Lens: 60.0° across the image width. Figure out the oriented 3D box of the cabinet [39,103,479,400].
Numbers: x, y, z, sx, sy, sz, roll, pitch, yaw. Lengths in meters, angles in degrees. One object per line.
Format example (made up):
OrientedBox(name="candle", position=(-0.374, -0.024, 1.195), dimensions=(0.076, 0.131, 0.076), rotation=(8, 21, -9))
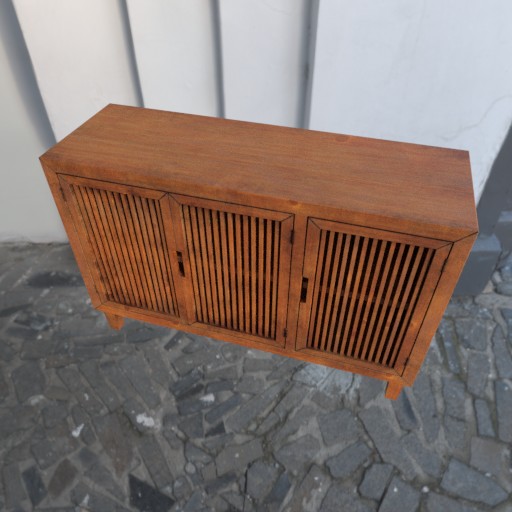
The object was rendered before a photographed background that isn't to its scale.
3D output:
OrientedBox(name="cabinet", position=(0.000, 0.000, 1.573), dimensions=(1.204, 0.805, 0.403), rotation=(11, 43, 12))
